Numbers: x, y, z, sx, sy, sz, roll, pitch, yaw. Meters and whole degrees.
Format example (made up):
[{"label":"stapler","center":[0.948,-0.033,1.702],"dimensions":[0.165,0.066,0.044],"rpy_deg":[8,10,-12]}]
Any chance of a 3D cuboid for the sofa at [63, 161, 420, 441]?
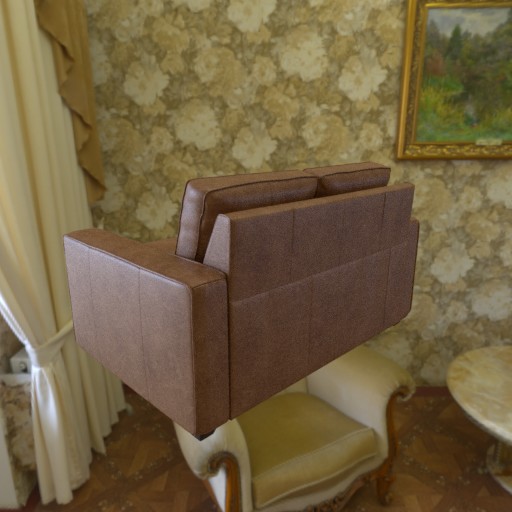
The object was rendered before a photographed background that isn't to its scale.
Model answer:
[{"label":"sofa","center":[0.000,0.000,2.212],"dimensions":[1.532,0.896,1.020],"rpy_deg":[-15,22,-42]}]
